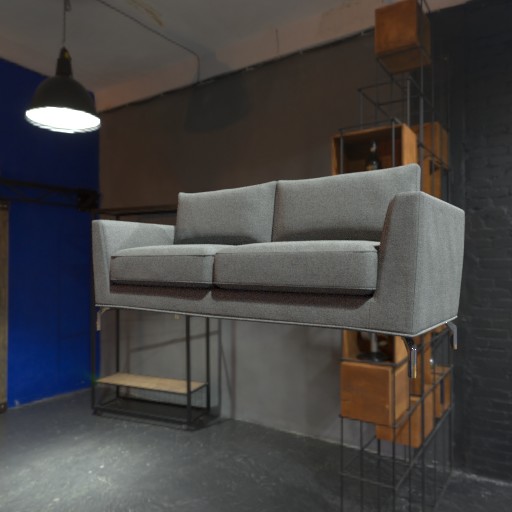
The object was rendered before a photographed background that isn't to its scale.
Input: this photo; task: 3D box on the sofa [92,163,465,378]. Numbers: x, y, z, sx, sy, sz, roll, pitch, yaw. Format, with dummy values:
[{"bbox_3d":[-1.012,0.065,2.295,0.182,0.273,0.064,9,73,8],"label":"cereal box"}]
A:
[{"bbox_3d":[0.000,0.000,2.718,2.212,1.002,0.869,-1,-1,36],"label":"sofa"}]
